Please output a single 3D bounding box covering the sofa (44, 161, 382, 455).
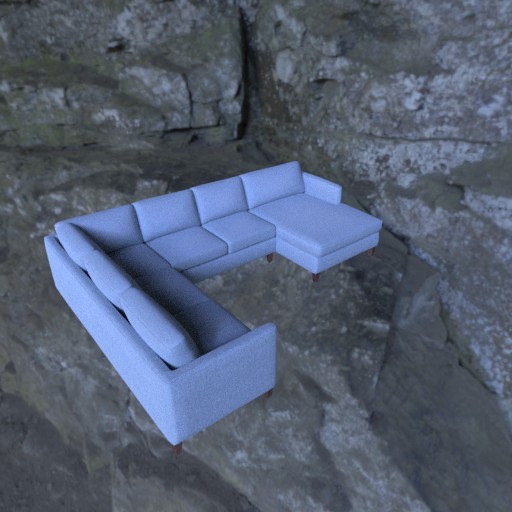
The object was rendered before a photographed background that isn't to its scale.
[{"bbox_3d":[0.000,0.000,4.539,3.403,0.889,2.551,-21,36,-33],"label":"sofa"}]
